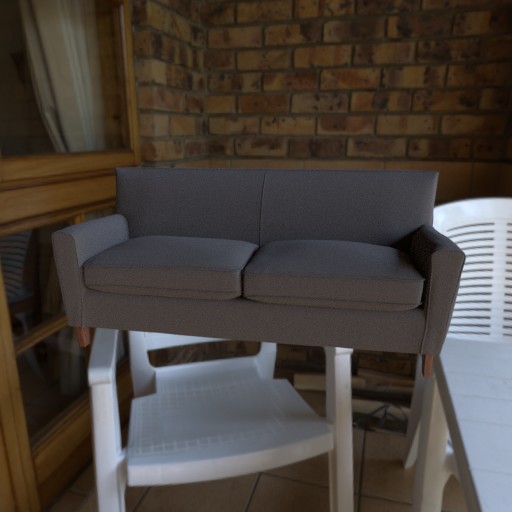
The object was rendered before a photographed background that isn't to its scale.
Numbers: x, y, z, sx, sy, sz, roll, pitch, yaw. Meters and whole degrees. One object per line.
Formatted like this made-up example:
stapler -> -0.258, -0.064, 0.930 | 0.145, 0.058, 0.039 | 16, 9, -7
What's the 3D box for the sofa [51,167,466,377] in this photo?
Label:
sofa -> 0.000, 0.000, 2.467 | 2.002, 0.907, 0.843 | 3, 16, 10
